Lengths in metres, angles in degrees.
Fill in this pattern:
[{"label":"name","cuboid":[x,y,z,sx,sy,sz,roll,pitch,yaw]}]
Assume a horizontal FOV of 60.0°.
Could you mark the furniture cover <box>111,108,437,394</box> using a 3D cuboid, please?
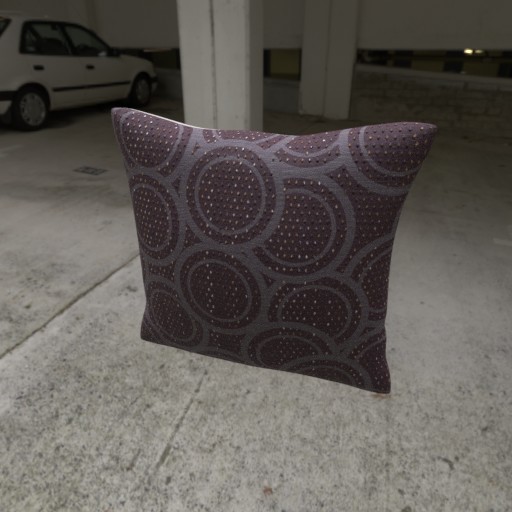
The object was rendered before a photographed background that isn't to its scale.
[{"label":"furniture cover","cuboid":[0.000,0.000,0.827,0.552,0.509,0.193,8,27,16]}]
